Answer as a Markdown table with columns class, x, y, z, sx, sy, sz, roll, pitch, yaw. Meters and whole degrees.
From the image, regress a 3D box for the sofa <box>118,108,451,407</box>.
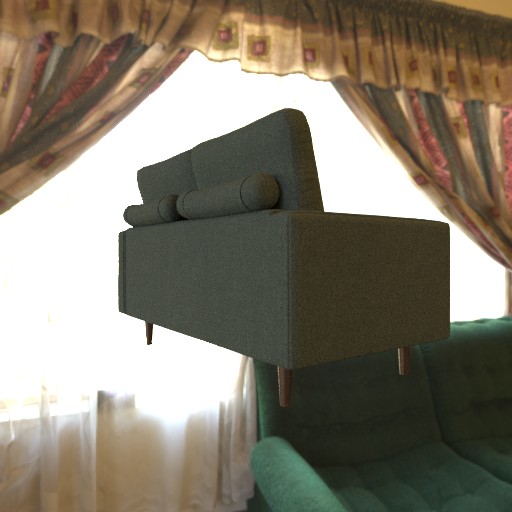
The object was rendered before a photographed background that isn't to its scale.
| class | x | y | z | sx | sy | sz | roll | pitch | yaw |
| --- | --- | --- | --- | --- | --- | --- | --- | --- | --- |
| sofa | 0.000 | 0.000 | 1.970 | 0.842 | 0.907 | 1.407 | 0 | 1 | -36 |
